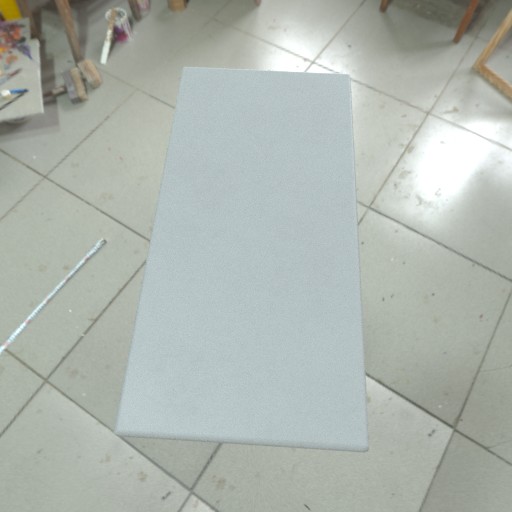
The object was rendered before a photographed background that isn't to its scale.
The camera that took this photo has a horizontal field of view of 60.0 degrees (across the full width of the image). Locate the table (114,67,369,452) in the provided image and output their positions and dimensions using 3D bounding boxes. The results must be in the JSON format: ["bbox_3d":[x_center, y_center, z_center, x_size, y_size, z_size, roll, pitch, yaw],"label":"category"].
[{"bbox_3d":[0.000,0.000,1.461,0.580,0.487,1.171,3,64,2],"label":"table"}]
